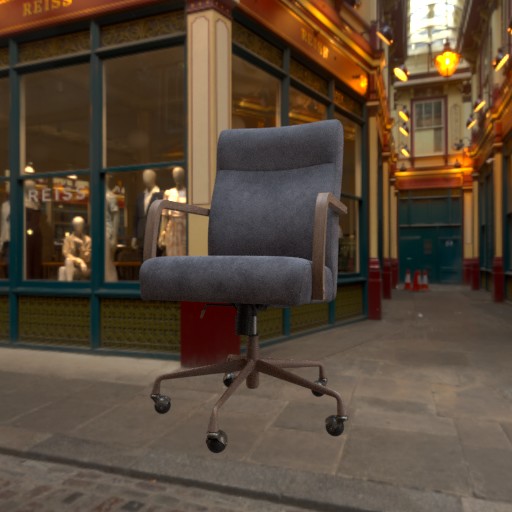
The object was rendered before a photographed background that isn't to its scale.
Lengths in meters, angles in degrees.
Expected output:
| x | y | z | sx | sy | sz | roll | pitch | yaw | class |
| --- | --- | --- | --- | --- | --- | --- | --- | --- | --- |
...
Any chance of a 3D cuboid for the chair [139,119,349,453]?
| x | y | z | sx | sy | sz | roll | pitch | yaw | class |
| --- | --- | --- | --- | --- | --- | --- | --- | --- | --- |
| 0.000 | 0.000 | 1.475 | 0.640 | 1.029 | 0.741 | 0 | 1 | 18 | chair |
